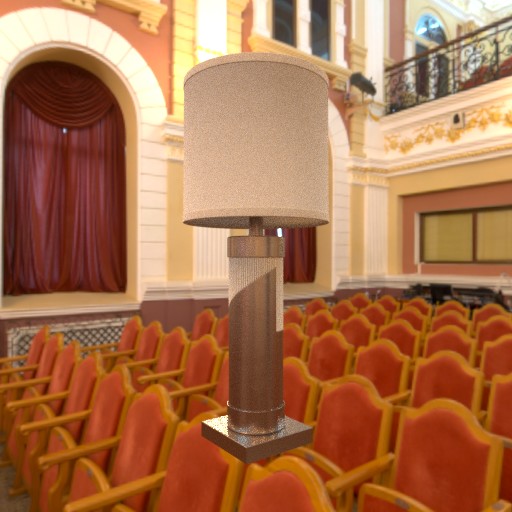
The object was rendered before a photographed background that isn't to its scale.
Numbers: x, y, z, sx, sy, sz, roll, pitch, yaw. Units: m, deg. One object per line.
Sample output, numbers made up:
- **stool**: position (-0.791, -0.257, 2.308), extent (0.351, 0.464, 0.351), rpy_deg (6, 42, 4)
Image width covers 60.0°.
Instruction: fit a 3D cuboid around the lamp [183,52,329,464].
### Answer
- **lamp**: position (0.000, 0.000, 0.619), extent (0.202, 0.509, 0.202), rpy_deg (1, -1, -36)
